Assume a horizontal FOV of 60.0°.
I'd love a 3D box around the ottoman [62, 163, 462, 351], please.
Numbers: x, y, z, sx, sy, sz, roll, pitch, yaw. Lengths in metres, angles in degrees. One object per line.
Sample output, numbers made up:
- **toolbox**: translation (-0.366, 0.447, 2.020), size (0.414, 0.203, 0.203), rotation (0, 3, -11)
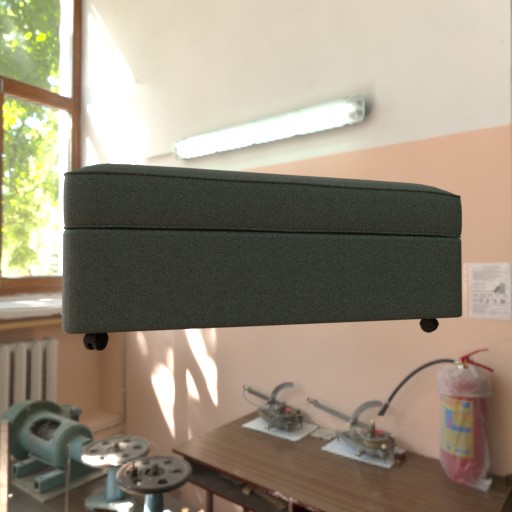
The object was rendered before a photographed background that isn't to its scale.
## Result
- **ottoman**: translation (0.000, 0.000, 1.526), size (1.173, 0.494, 0.681), rotation (0, -1, -18)
